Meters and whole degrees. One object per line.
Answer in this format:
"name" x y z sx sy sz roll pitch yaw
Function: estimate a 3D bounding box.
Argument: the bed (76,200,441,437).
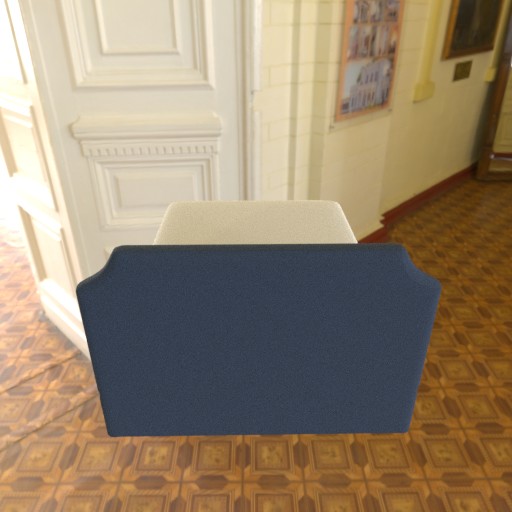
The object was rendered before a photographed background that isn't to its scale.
"bed" 0.000 0.000 3.354 1.831 1.297 2.260 0 29 -1
